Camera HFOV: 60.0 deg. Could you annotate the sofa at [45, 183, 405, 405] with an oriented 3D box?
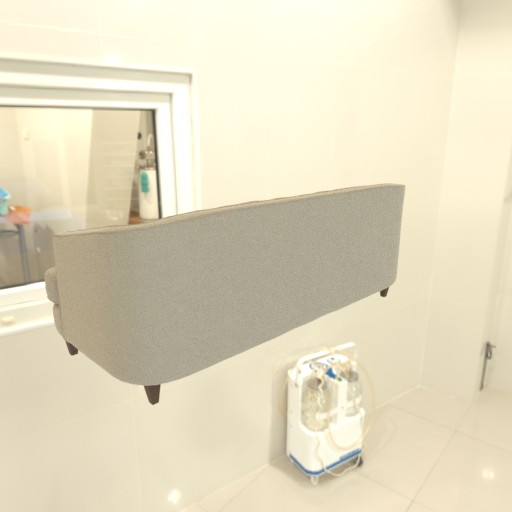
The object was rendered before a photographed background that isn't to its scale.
[{"bbox_3d":[0.000,0.000,2.779,2.278,0.855,0.941,-14,21,-41],"label":"sofa"}]
